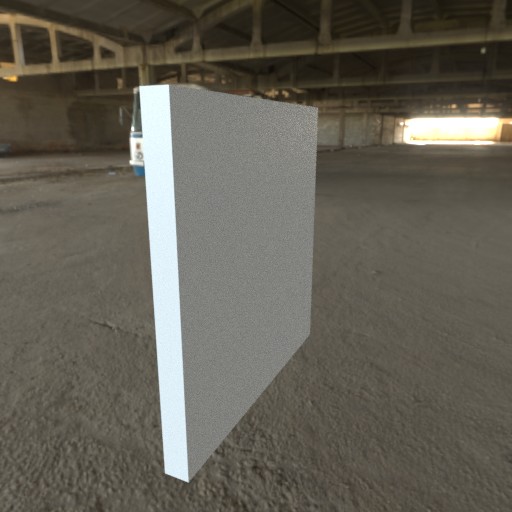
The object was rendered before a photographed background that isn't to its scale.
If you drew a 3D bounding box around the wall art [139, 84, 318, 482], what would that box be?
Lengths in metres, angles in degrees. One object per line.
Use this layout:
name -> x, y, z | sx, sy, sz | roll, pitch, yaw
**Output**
wall art -> 0.000, 0.000, 0.534 | 0.027, 0.355, 0.355 | 7, 17, 25
